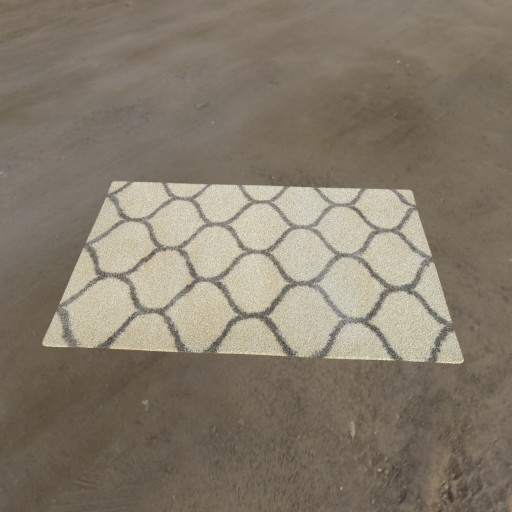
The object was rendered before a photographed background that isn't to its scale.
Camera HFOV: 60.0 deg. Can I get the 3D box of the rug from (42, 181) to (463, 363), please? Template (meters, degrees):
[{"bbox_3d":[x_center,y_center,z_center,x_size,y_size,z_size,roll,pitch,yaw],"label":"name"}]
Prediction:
[{"bbox_3d":[0.000,0.000,2.966,2.348,0.024,1.501,2,47,2],"label":"rug"}]
